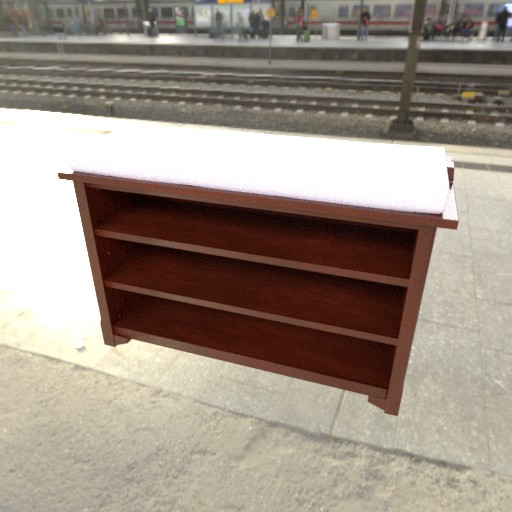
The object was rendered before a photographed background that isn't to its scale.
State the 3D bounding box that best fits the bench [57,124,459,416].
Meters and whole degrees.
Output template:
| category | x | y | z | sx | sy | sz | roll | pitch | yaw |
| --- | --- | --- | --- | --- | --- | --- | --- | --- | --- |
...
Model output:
| category | x | y | z | sx | sy | sz | roll | pitch | yaw |
| --- | --- | --- | --- | --- | --- | --- | --- | --- | --- |
| bench | 0.000 | 0.000 | 1.307 | 0.987 | 0.646 | 0.369 | 9 | 30 | 17 |
